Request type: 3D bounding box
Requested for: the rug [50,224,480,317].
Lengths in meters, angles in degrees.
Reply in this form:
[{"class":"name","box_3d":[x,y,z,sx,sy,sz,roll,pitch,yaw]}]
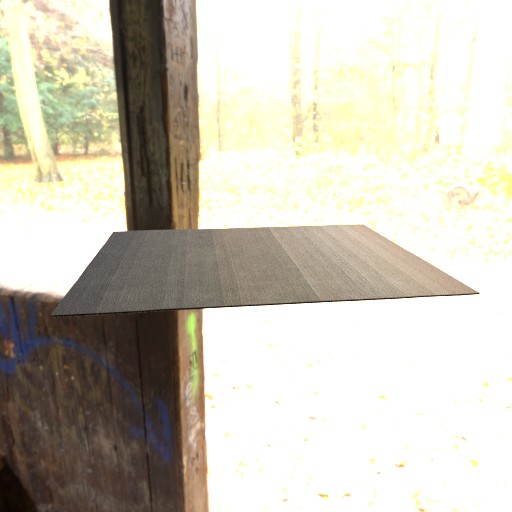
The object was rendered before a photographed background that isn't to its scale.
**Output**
[{"class":"rug","box_3d":[0.000,0.000,4.067,2.932,0.015,2.315,-2,17,-7]}]
